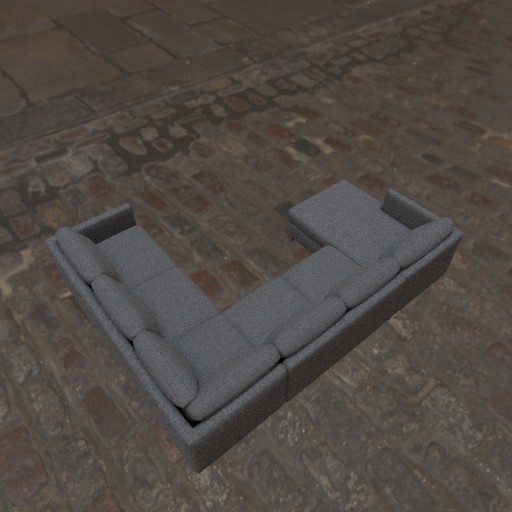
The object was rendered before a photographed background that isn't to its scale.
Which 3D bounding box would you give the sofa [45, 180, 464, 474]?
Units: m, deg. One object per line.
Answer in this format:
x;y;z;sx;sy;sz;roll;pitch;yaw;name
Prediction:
0.000;0.000;4.473;3.238;0.853;2.551;-31;54;-26;sofa
